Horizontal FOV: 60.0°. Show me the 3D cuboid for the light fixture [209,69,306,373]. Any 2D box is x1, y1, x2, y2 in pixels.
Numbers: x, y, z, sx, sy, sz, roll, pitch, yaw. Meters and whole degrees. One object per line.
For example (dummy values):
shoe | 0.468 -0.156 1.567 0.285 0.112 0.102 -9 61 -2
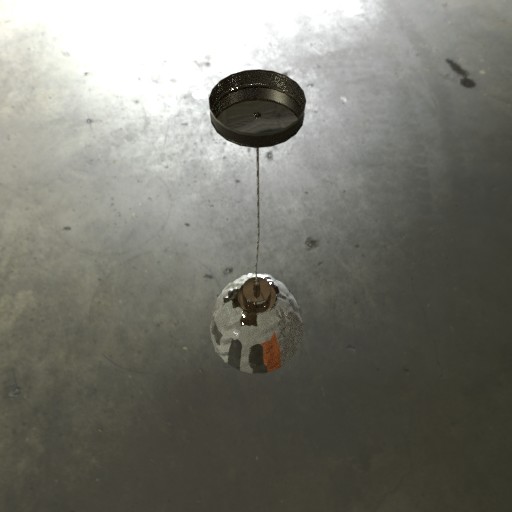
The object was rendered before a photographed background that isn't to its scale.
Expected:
light fixture | 0.000 0.000 1.781 0.500 1.511 0.496 -30 62 -17
